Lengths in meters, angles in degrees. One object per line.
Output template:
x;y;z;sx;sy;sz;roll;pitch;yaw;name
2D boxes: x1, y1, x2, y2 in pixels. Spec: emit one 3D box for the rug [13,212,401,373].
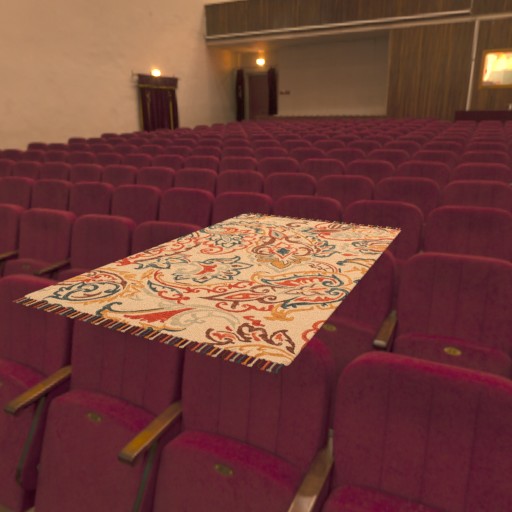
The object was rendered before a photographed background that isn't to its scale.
0.000;0.000;3.061;1.523;0.010;2.584;8;19;26;rug
